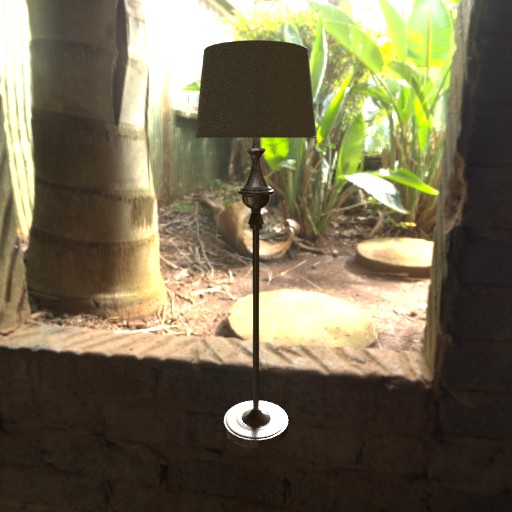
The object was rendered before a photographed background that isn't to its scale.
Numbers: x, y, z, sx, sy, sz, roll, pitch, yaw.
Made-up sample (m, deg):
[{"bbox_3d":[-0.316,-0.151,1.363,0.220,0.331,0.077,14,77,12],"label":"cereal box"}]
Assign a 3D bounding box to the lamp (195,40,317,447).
[{"bbox_3d":[0.000,0.000,1.685,0.431,1.488,0.431,0,15,0],"label":"lamp"}]
